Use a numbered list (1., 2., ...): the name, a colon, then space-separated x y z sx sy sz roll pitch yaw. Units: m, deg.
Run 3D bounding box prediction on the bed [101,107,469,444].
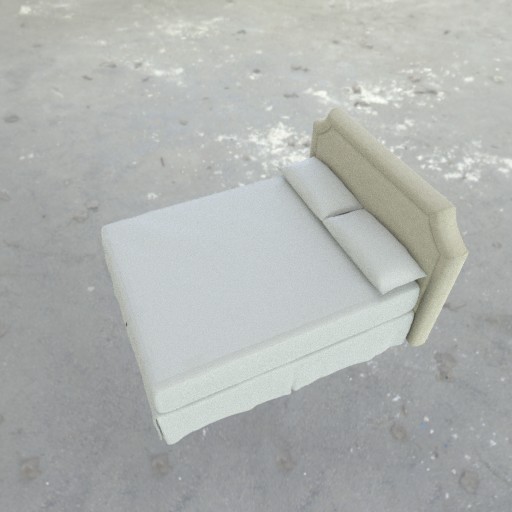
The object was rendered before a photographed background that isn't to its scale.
1. bed: 0.000 0.000 3.362 2.164 1.297 1.828 -18 50 -16
